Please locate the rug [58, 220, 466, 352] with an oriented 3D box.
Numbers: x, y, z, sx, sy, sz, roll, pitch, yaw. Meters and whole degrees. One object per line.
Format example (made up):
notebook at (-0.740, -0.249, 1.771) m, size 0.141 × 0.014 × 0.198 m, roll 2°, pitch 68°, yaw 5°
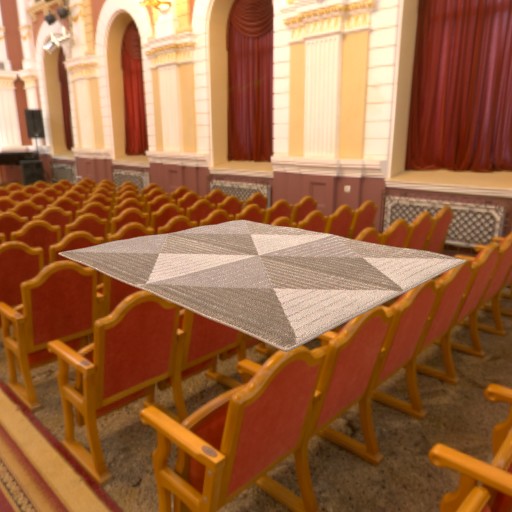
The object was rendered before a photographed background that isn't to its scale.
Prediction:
rug at (0.000, 0.000, 0.904) m, size 0.642 × 0.008 × 0.551 m, roll 14°, pitch 20°, yaw 43°
